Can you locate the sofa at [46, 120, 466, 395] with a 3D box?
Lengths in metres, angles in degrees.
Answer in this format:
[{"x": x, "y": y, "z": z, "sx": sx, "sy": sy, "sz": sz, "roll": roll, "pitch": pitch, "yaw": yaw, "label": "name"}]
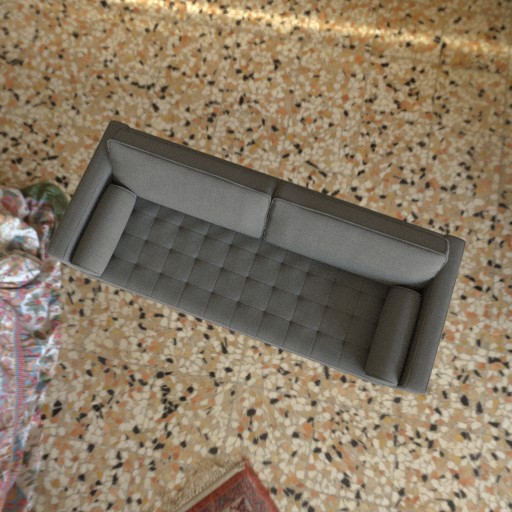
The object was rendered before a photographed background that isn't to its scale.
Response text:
[{"x": 0.000, "y": 0.000, "z": 2.650, "sx": 2.198, "sy": 0.762, "sz": 0.914, "roll": 20, "pitch": 77, "yaw": 5, "label": "sofa"}]
